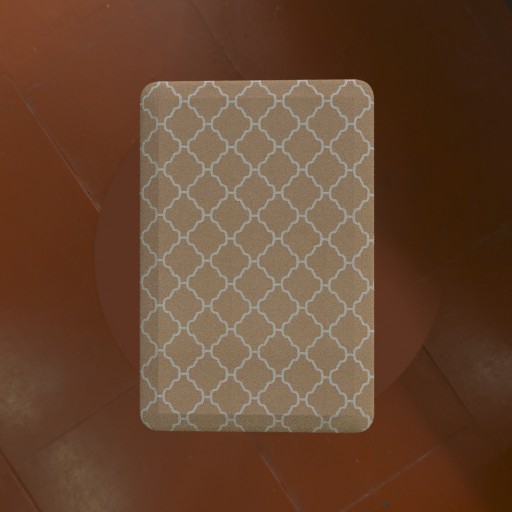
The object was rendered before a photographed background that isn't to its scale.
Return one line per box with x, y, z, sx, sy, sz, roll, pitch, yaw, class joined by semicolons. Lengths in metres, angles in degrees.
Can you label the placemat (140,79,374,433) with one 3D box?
0.000;0.000;0.956;0.508;0.021;0.762;0;90;2;placemat
